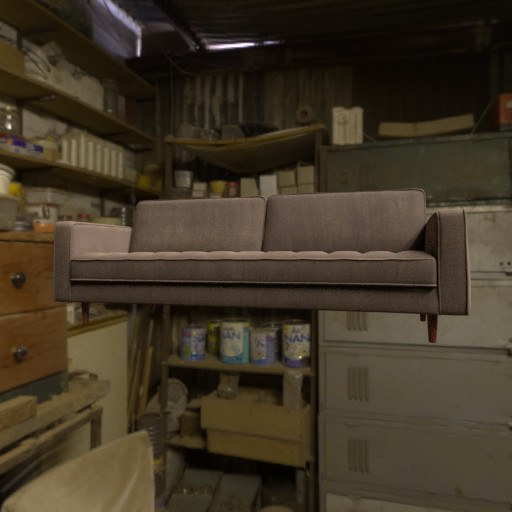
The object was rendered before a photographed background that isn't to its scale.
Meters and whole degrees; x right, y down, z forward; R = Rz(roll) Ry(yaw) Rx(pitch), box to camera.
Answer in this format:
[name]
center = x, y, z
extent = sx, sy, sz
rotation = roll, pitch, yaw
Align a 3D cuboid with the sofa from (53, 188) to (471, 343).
[sofa]
center = 0.000, 0.000, 2.700
extent = 2.295, 0.813, 0.923
rotation = 0, -1, 18
